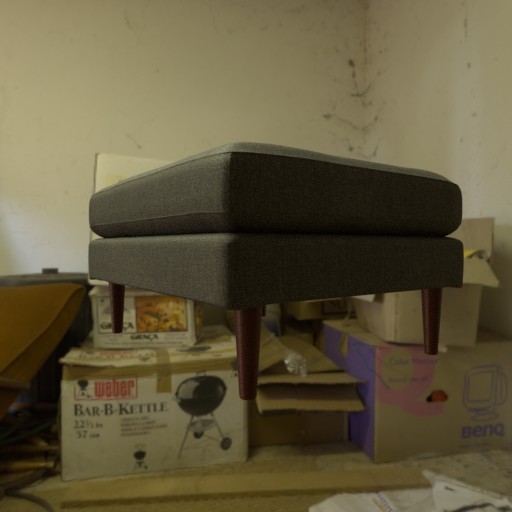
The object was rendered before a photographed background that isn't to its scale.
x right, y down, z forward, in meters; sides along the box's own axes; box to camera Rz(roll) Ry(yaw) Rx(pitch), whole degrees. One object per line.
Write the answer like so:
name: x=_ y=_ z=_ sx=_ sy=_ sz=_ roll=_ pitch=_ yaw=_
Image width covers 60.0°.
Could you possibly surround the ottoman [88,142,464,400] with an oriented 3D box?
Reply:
ottoman: x=0.000 y=0.000 z=1.218 sx=0.693 sy=0.474 sz=0.821 roll=-1 pitch=2 yaw=-35
